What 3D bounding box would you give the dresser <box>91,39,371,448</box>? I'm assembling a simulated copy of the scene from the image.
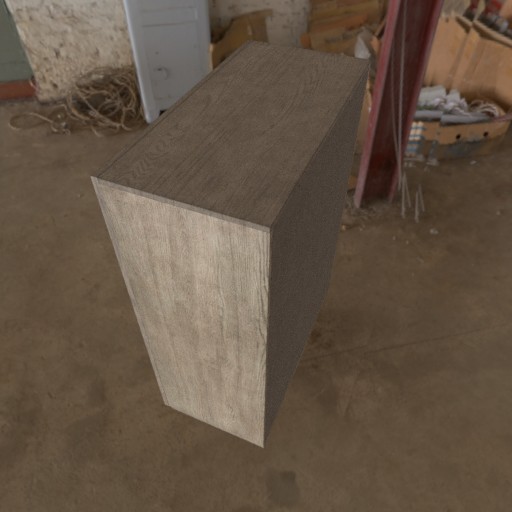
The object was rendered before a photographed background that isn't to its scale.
[{"bbox_3d":[0.000,0.000,1.806,0.483,1.295,0.967,17,48,16],"label":"dresser"}]
